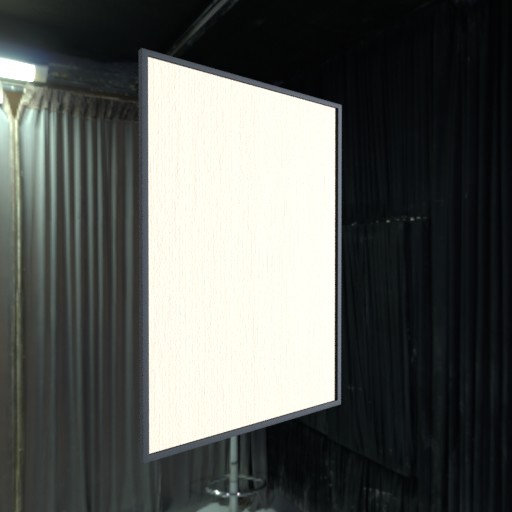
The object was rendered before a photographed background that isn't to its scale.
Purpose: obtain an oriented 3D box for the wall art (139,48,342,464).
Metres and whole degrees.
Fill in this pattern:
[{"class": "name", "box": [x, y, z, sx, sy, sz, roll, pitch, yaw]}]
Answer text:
[{"class": "wall art", "box": [0.000, 0.000, 0.841, 0.457, 0.657, 0.013, -1, 1, -37]}]
